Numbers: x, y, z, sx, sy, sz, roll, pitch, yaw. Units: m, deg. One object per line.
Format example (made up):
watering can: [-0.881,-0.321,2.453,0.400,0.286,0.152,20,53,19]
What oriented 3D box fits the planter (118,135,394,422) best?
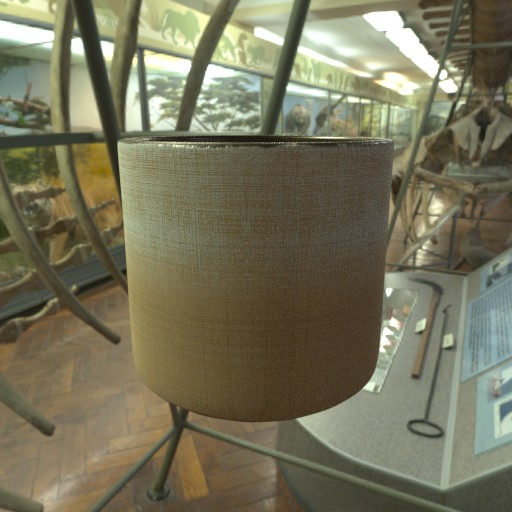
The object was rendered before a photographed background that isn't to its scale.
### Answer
planter: [0.000,0.000,0.389,0.221,0.201,0.221,0,16,0]
